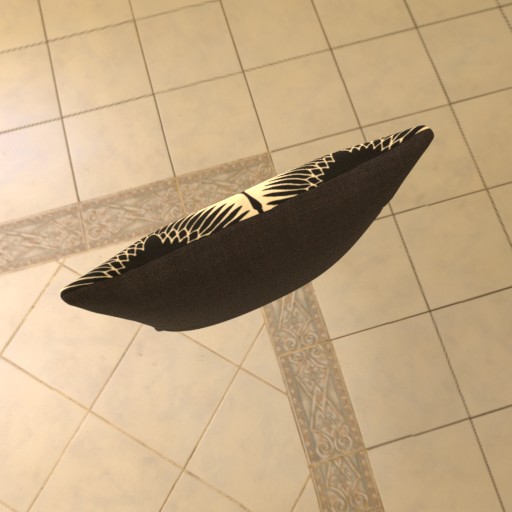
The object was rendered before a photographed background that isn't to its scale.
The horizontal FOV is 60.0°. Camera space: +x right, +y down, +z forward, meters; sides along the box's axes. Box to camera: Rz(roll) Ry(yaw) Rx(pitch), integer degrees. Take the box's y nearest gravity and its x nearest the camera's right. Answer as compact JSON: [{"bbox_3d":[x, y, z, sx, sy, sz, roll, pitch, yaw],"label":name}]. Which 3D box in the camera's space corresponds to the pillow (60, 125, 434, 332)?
[{"bbox_3d":[0.000,0.000,0.668,0.432,0.432,0.139,-25,78,-6],"label":"pillow"}]
